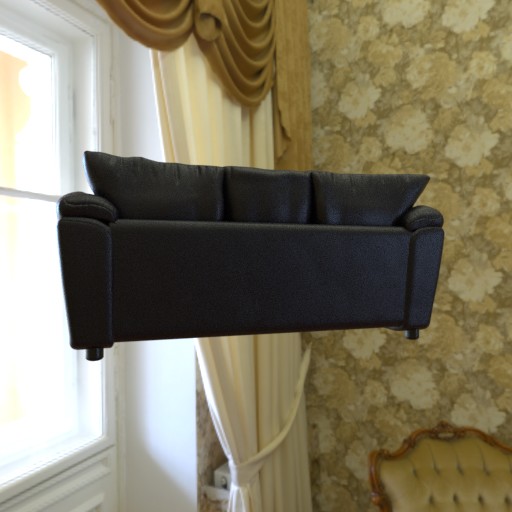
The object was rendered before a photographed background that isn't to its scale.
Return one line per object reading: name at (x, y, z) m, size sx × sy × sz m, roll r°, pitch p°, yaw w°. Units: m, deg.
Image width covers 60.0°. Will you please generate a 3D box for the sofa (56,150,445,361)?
sofa at (0.000, 0.000, 2.837) m, size 2.336 × 1.073 × 0.880 m, roll 0°, pitch 0°, yaw -18°
